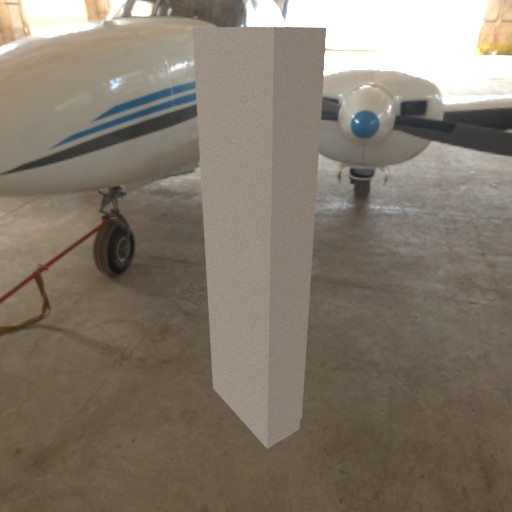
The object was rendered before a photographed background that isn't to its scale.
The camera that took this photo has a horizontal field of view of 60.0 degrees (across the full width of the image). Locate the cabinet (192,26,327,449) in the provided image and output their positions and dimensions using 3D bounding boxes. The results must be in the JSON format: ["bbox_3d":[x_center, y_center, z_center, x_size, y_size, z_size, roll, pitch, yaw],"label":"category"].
[{"bbox_3d":[0.000,0.000,1.952,0.230,1.790,0.500,-18,32,-32],"label":"cabinet"}]
